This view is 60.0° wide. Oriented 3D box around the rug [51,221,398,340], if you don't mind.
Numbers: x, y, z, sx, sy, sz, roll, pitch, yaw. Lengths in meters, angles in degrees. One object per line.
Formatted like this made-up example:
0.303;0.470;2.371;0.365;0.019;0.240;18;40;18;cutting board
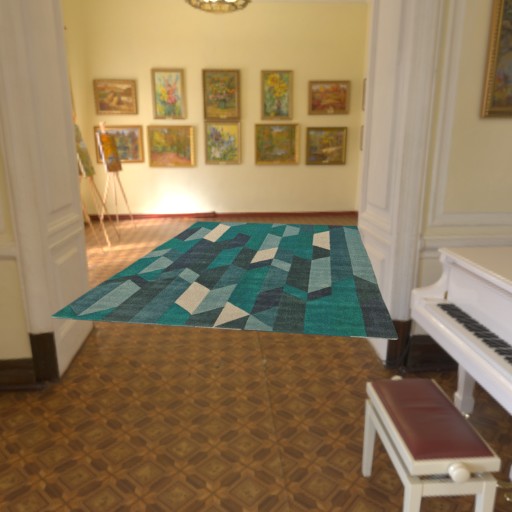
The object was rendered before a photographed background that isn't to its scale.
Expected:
0.000;0.000;3.044;1.528;0.005;2.420;2;15;8;rug
